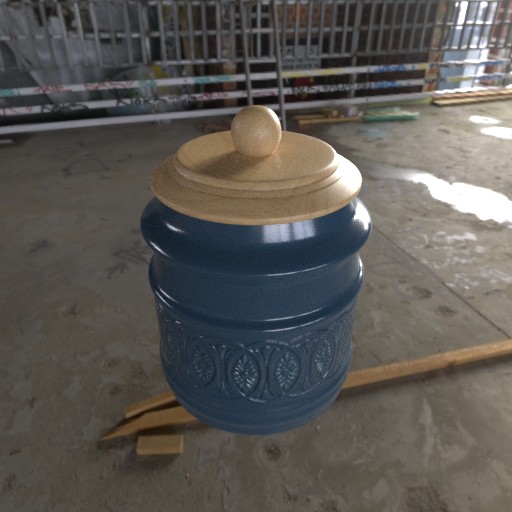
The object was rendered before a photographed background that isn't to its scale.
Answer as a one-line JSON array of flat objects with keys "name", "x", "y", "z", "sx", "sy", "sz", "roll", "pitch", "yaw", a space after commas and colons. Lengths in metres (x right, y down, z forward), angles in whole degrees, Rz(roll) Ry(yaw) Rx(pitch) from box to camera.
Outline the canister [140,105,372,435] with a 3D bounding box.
[{"name": "canister", "x": 0.000, "y": 0.000, "z": 0.269, "sx": 0.130, "sy": 0.176, "sz": 0.130, "roll": 0, "pitch": 32, "yaw": 0}]
